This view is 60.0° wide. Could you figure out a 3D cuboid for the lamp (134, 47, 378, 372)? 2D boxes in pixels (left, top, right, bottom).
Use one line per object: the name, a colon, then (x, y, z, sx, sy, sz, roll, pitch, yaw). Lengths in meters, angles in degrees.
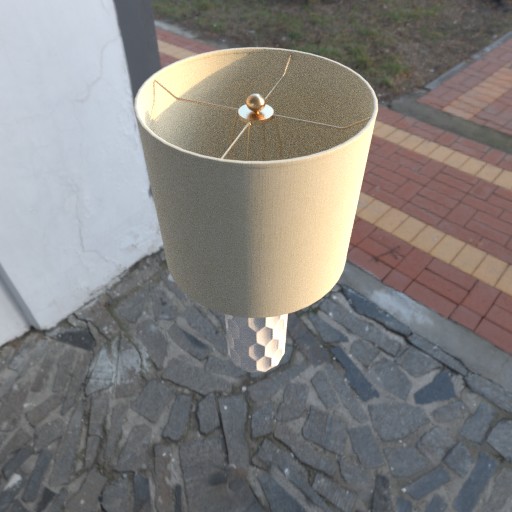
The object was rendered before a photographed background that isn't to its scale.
lamp: (0.000, 0.000, 0.704, 0.277, 0.537, 0.277, -23, 50, -21)
